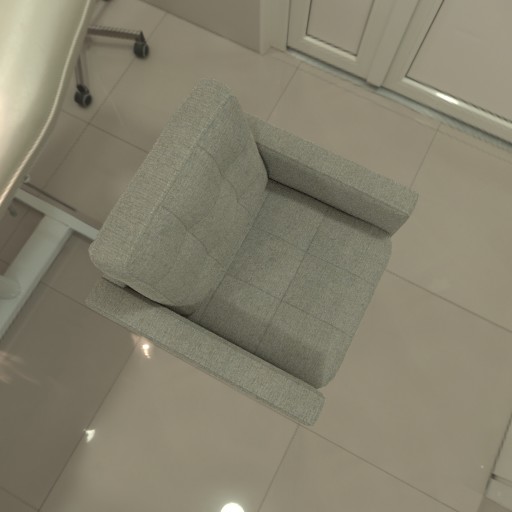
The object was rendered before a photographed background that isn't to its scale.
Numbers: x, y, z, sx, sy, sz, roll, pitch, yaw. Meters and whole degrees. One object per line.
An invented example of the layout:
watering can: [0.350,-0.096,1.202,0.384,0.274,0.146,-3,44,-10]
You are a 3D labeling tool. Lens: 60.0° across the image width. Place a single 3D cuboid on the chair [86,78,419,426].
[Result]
chair: [0.000,0.000,1.521,0.843,0.880,0.821,27,77,7]
